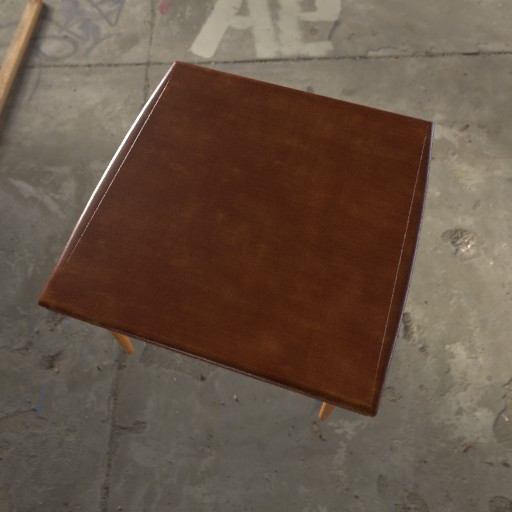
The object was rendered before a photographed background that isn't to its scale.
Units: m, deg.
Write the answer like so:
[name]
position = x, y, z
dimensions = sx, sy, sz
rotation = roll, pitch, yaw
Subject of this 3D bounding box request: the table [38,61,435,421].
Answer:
[table]
position = 0.000, 0.000, 1.690
dimensions = 0.991, 0.754, 0.991
rotation = 16, 66, 8
